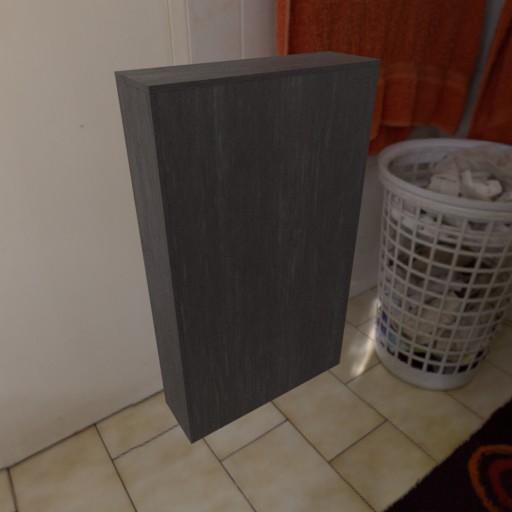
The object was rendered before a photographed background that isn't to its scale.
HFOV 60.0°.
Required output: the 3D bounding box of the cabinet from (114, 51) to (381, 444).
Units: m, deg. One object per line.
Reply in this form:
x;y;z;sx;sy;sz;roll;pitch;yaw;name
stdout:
0.000;0.000;1.599;0.750;1.280;0.250;-19;36;-28;cabinet
